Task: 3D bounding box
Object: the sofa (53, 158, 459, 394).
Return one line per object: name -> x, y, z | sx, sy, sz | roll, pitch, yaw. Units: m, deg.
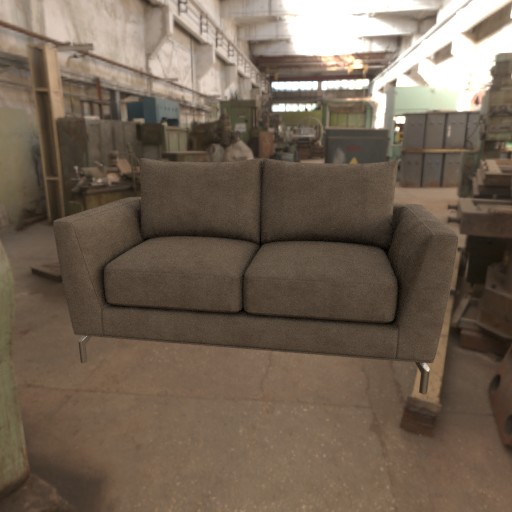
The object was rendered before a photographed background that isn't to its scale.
sofa -> 0.000, 0.000, 2.404 | 1.832, 1.013, 0.855 | 3, 16, 9
